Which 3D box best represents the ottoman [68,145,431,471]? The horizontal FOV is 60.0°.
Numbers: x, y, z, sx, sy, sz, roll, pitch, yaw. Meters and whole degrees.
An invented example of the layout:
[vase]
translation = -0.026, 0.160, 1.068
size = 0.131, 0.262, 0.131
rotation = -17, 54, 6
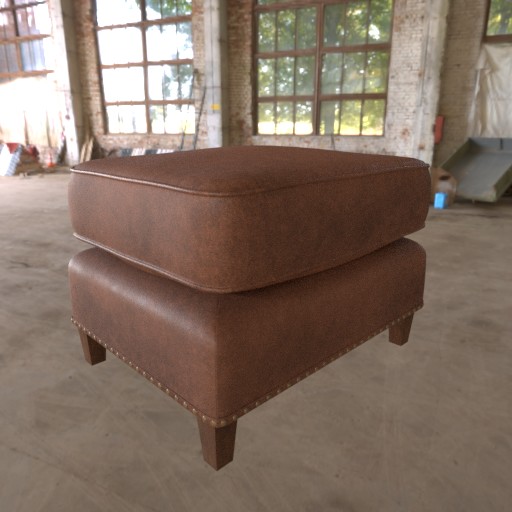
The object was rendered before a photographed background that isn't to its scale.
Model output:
[ottoman]
translation = 0.000, 0.000, 1.107
size = 0.738, 0.537, 0.589
rotation = -16, 23, -42
